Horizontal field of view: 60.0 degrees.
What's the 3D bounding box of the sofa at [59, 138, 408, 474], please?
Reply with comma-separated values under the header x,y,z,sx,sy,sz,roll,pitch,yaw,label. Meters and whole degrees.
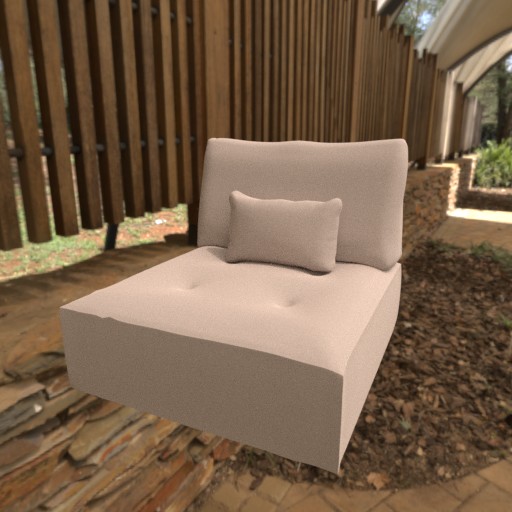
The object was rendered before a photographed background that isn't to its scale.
x,y,z,sx,sy,sz,roll,pitch,yaw,label
0.000,0.000,1.634,0.935,0.828,1.000,7,17,24,sofa
